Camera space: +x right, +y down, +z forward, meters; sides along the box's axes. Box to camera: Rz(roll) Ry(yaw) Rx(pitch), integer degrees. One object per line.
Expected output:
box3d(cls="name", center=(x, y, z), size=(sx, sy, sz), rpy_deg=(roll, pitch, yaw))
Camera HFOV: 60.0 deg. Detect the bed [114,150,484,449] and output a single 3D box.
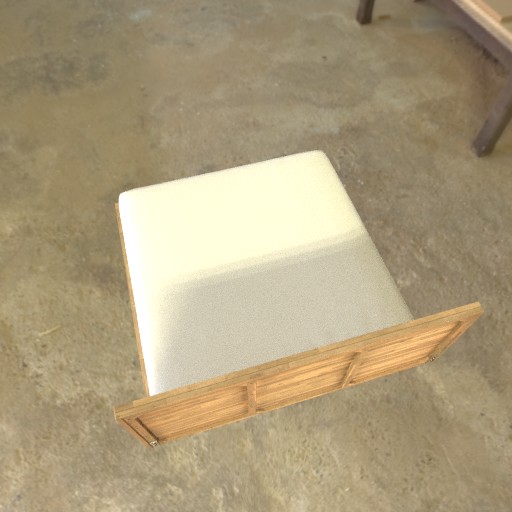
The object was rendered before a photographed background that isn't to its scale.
box3d(cls="bed", center=(0.000, 0.000, 3.413), size=(2.116, 1.100, 2.167), rpy_deg=(-14, 58, -9))
